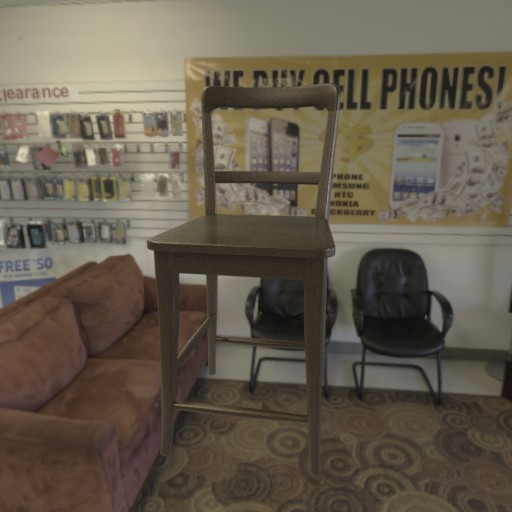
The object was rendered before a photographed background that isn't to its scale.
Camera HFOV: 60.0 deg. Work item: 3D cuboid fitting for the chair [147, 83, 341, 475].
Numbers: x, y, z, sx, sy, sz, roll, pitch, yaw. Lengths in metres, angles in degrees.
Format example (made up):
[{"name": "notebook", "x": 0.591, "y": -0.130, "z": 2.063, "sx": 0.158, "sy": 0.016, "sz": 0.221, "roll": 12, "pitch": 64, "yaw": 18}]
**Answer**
[{"name": "chair", "x": 0.000, "y": 0.000, "z": 1.286, "sx": 0.450, "sy": 0.991, "sz": 0.546, "roll": 3, "pitch": 14, "yaw": 10}]
